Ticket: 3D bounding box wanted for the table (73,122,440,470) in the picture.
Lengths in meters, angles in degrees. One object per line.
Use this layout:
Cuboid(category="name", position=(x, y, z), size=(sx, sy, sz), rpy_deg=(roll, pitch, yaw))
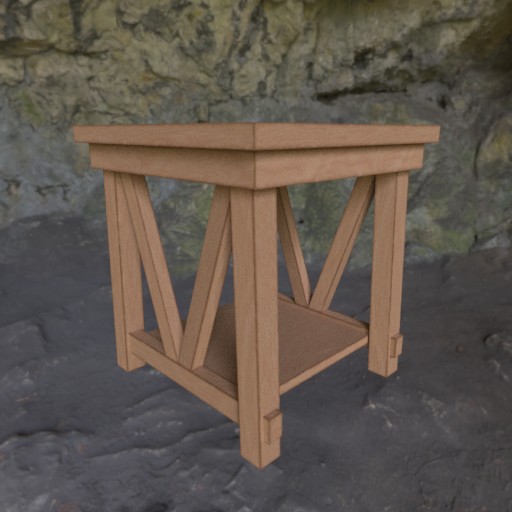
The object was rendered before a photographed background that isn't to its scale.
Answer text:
Cuboid(category="table", position=(0.000, 0.000, 1.128), size=(0.610, 0.638, 0.612), rpy_deg=(-15, 22, -42))
